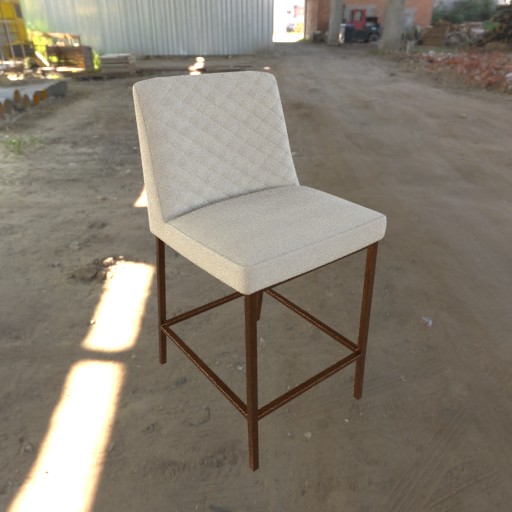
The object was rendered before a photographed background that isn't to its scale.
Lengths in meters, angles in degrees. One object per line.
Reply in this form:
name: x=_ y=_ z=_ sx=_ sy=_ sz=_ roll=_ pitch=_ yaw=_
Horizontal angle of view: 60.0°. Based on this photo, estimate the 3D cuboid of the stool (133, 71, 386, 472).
stool: x=0.000 y=0.000 z=1.320 sx=0.507 sy=0.973 sz=0.576 roll=-20 pitch=33 yaw=-33
